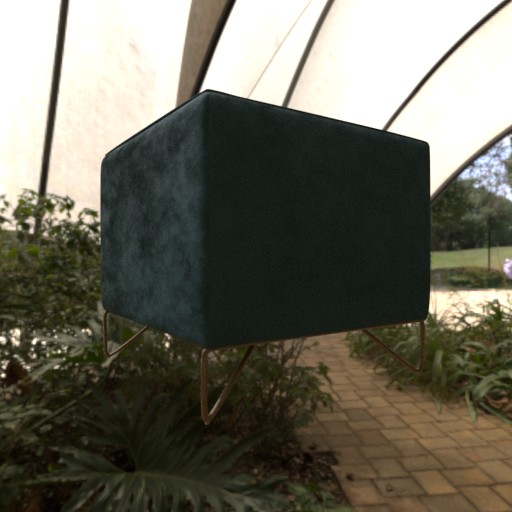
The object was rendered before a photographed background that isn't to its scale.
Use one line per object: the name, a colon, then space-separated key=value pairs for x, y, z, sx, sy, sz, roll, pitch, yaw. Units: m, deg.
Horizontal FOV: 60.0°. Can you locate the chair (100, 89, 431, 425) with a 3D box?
chair: x=0.000 y=0.000 z=1.612 sx=0.894 sy=0.790 sz=0.880 roll=0 pitch=0 yaw=-34
